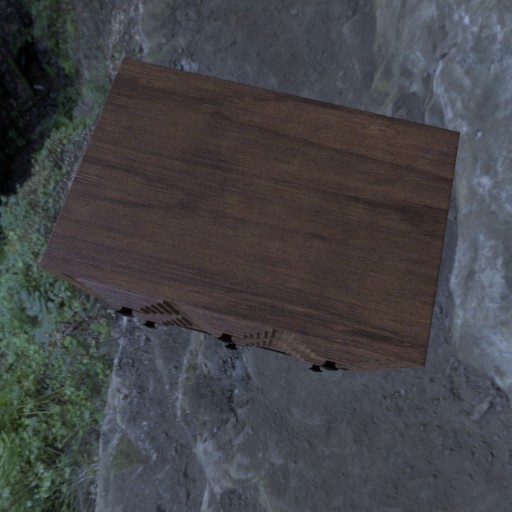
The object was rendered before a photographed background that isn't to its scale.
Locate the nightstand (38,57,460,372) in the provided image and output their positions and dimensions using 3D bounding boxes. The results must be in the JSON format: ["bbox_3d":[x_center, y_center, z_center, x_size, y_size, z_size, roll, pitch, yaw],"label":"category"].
[{"bbox_3d":[0.000,0.000,1.014,0.610,0.610,0.437,14,75,4],"label":"nightstand"}]
